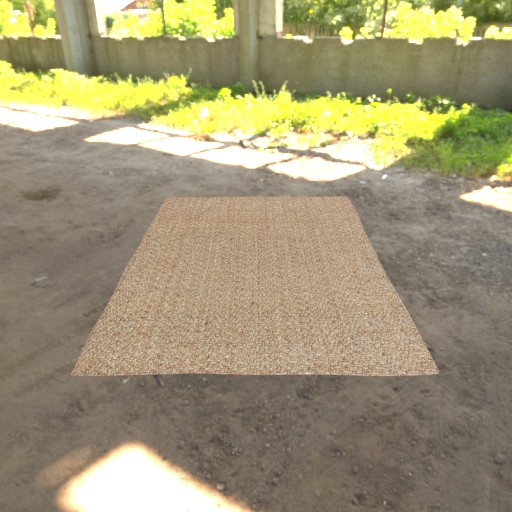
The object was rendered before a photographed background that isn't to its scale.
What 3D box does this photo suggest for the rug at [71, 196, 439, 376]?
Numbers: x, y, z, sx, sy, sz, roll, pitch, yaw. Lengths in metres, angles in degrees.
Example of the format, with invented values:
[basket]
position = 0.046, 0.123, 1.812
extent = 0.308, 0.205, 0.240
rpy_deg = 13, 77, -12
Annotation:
[rug]
position = 0.000, 0.000, 2.776
extent = 1.566, 0.013, 2.141
rpy_deg = 0, 28, 0
